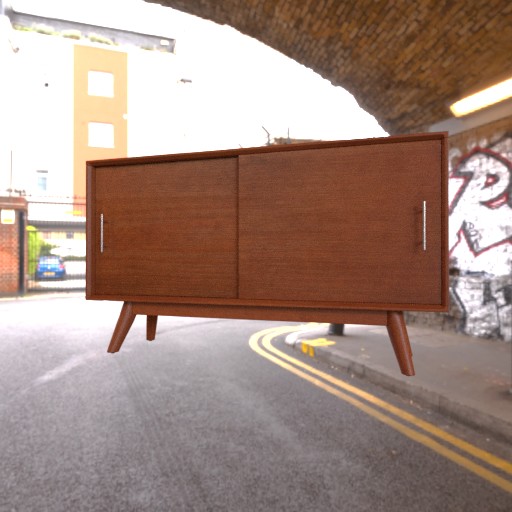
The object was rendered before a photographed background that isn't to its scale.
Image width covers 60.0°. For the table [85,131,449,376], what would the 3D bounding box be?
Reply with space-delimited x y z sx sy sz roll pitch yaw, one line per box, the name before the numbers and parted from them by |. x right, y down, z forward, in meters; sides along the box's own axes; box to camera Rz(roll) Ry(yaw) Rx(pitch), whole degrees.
table | 0.000 0.000 1.552 1.220 0.698 0.308 0 0 18
